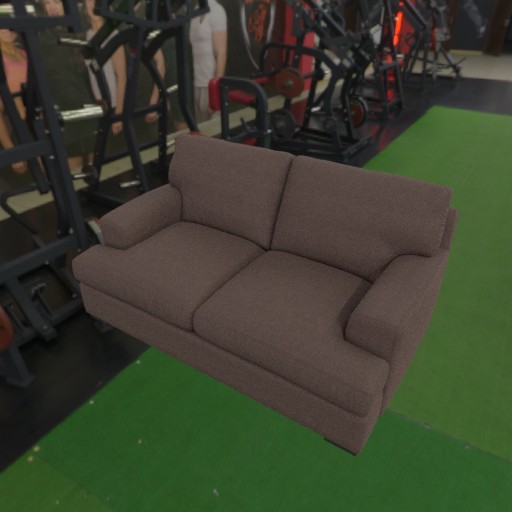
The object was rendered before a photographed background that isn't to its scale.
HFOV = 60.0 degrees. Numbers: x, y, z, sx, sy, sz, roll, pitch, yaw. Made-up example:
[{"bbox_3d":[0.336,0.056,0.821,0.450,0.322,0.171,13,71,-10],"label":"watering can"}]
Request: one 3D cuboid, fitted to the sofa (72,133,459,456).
[{"bbox_3d":[0.000,0.000,2.472,1.869,0.950,1.140,19,36,28],"label":"sofa"}]
